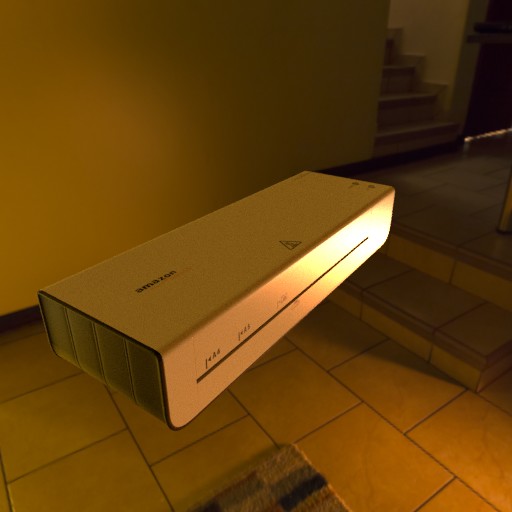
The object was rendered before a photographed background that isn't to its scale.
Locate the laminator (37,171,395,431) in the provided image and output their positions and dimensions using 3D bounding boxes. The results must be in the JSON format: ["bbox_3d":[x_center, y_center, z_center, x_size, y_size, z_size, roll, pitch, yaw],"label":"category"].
[{"bbox_3d":[0.000,0.000,0.391,0.123,0.062,0.340,18,31,31],"label":"laminator"}]
